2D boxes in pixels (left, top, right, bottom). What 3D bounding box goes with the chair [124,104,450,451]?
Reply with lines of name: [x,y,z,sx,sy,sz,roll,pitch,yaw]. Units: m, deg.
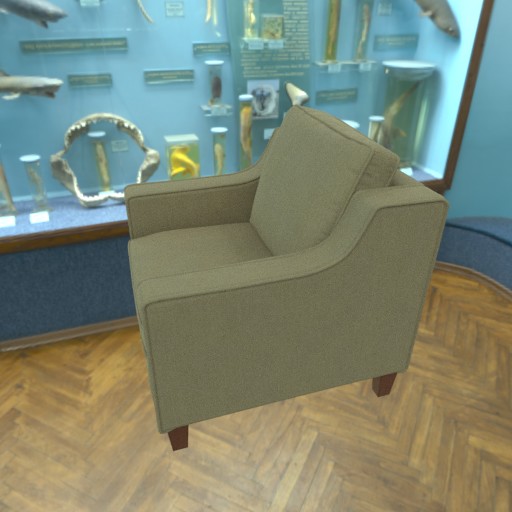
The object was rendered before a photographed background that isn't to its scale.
chair: [0.000,0.000,1.655,0.909,0.960,0.831,-9,32,-15]
